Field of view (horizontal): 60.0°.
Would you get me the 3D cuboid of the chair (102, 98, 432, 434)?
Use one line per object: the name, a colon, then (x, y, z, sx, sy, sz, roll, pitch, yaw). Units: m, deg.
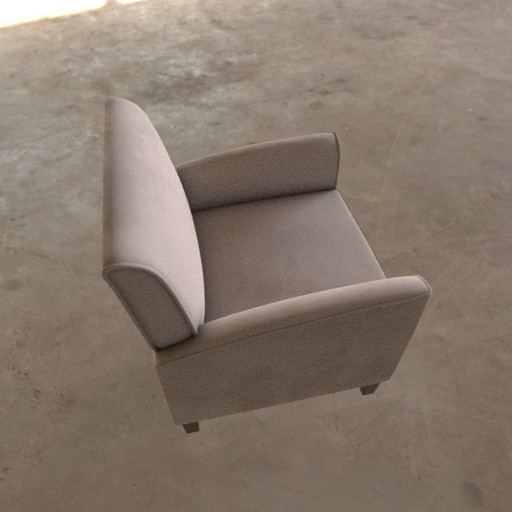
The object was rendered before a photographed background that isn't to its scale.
chair: (0.000, 0.000, 1.529, 0.821, 0.915, 0.820, -9, 48, -8)
